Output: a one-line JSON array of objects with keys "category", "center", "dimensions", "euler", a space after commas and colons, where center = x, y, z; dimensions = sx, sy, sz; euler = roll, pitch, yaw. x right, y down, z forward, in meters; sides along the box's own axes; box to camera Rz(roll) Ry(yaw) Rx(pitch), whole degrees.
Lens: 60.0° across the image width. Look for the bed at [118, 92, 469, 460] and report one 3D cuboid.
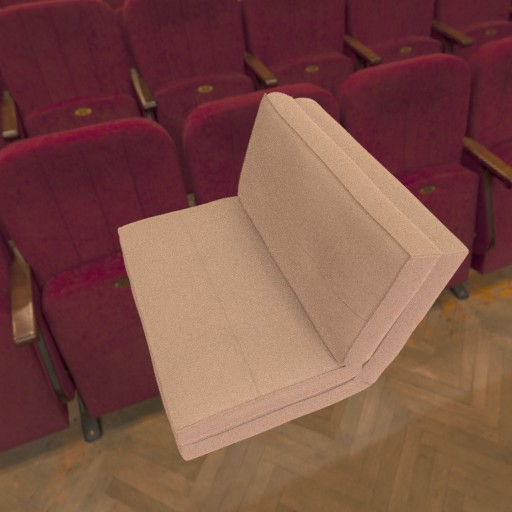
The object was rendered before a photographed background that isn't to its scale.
[{"category": "bed", "center": [0.000, 0.000, 1.316], "dimensions": [0.749, 0.614, 0.799], "euler": [-16, 49, -15]}]
